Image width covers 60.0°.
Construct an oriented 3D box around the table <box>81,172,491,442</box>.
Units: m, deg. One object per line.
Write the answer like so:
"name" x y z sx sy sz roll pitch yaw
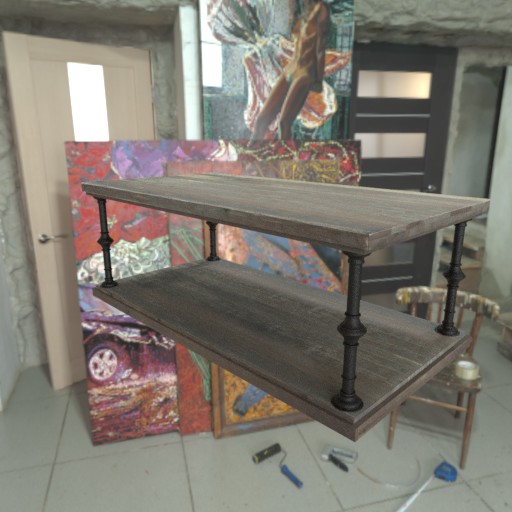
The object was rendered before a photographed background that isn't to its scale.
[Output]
"table" 0.000 0.000 1.334 0.554 0.399 1.088 -15 21 -43
